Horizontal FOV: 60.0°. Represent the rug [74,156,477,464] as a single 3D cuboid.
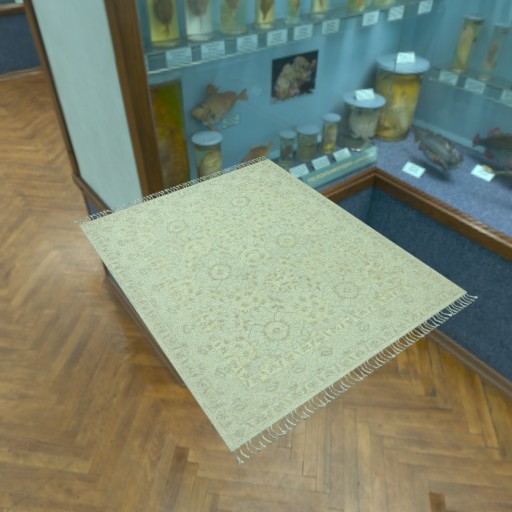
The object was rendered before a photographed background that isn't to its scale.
[{"bbox_3d":[0.000,0.000,4.128,2.444,0.013,3.043,-25,47,-26],"label":"rug"}]
